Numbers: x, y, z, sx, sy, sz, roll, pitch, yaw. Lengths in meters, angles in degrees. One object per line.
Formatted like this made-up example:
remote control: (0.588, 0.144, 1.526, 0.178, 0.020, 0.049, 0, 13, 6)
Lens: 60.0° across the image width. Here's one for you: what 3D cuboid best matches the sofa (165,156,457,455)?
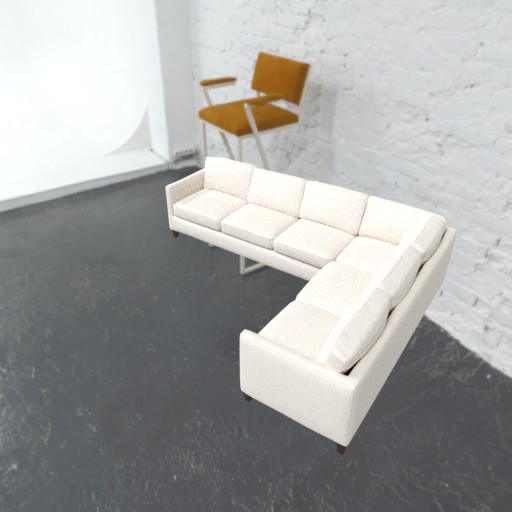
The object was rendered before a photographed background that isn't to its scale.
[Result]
sofa: (0.000, 0.000, 4.570, 3.302, 0.947, 2.593, 20, 38, 29)
